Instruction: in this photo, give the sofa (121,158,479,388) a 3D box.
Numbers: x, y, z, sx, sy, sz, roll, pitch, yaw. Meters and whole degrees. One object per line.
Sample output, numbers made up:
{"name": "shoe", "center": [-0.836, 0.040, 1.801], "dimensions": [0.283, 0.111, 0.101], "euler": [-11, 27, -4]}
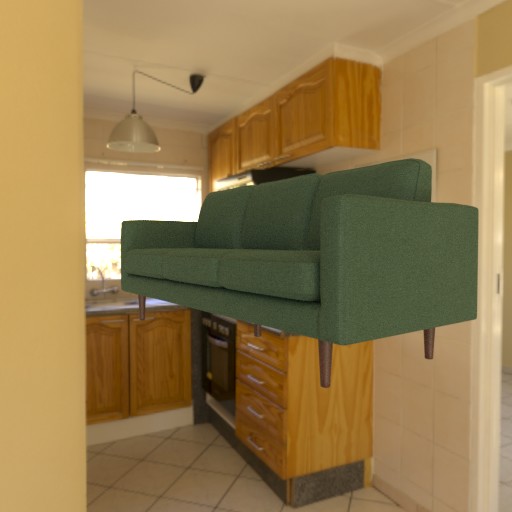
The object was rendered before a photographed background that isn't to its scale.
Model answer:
{"name": "sofa", "center": [0.000, 0.000, 2.457], "dimensions": [0.879, 0.899, 2.029], "euler": [-1, 2, -36]}
